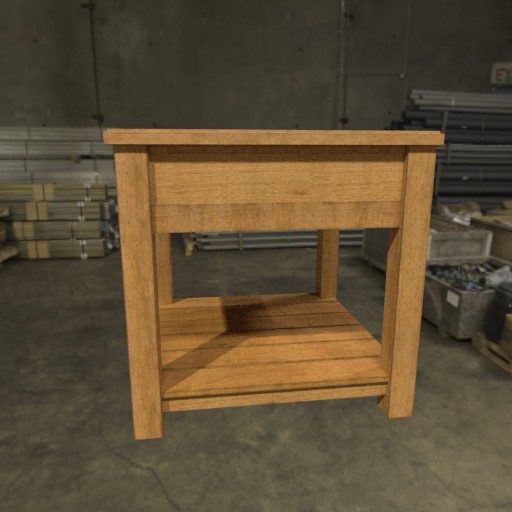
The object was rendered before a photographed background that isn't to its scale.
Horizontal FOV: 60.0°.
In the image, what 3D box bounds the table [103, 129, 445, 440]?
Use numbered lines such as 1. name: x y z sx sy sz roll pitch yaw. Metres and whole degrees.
1. table: 0.000 0.000 1.134 0.612 0.593 0.616 -2 13 -8
